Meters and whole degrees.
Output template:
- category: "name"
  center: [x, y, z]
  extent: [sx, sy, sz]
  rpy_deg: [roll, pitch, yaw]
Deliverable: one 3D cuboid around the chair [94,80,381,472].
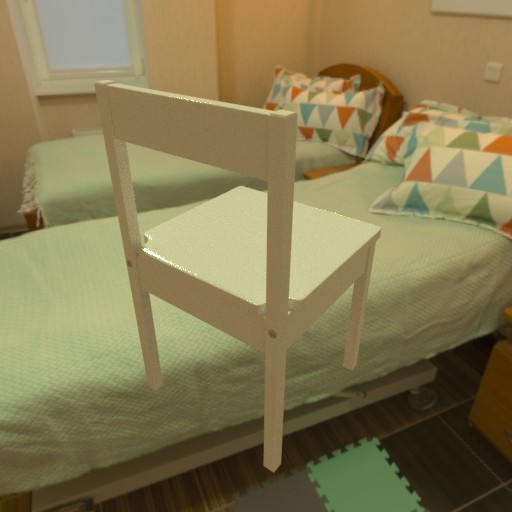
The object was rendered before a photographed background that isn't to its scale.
- category: "chair"
  center: [0.000, 0.000, 0.883]
  extent: [0.367, 0.668, 0.361]
  rpy_deg: [21, 37, 31]
